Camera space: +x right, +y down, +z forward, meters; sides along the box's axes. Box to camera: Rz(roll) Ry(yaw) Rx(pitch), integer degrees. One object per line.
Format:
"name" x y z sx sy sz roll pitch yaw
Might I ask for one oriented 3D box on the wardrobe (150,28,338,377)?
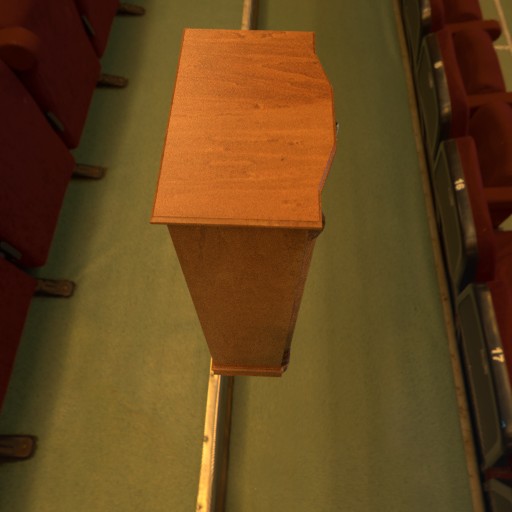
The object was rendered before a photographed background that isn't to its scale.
"wardrobe" 0.000 0.000 1.112 0.273 0.959 0.406 2 62 1
